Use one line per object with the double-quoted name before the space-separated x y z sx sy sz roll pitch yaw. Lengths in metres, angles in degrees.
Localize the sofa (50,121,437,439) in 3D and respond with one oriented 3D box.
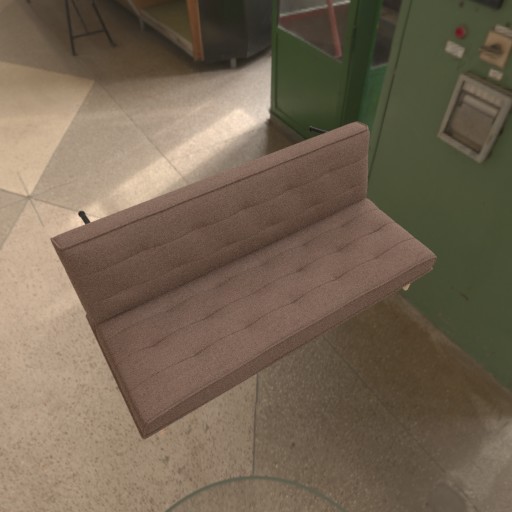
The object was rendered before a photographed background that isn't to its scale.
"sofa" 0.000 0.000 2.409 1.820 0.810 1.038 -25 53 -21
